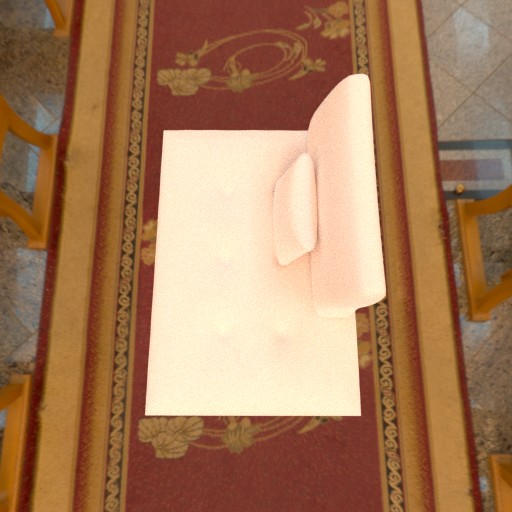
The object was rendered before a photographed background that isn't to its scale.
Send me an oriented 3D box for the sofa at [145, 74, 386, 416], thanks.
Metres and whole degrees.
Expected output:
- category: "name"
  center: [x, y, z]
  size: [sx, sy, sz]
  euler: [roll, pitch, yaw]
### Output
- category: "sofa"
  center: [0.000, 0.000, 2.100]
  size: [1.000, 0.820, 1.450]
  euler: [0, 75, 0]
